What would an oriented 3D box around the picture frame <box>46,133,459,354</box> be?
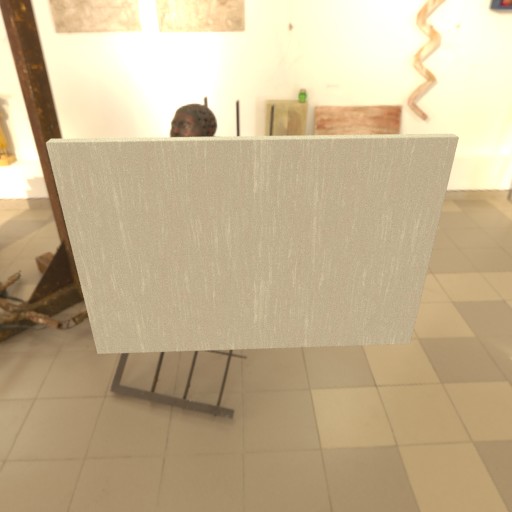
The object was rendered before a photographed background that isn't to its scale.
[{"bbox_3d":[0.000,0.000,1.195,0.950,0.640,0.029,-1,31,-2],"label":"picture frame"}]
